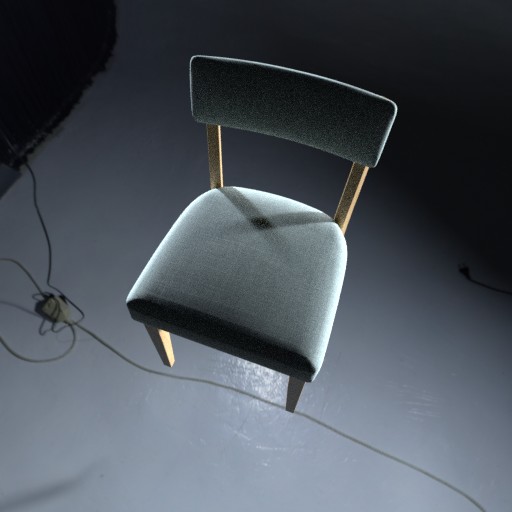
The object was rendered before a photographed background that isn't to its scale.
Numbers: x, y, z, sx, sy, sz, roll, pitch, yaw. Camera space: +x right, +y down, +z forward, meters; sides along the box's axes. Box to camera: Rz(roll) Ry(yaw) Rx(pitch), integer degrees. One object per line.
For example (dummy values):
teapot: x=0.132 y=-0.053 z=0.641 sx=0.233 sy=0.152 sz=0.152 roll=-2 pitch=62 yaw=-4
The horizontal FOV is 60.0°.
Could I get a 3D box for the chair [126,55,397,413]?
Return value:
chair: x=0.000 y=0.000 z=1.228 sx=0.508 sy=0.832 sz=0.572 roll=17 pitch=61 yaw=10
